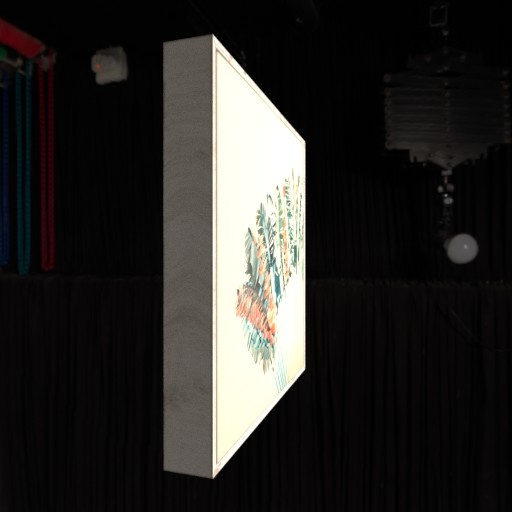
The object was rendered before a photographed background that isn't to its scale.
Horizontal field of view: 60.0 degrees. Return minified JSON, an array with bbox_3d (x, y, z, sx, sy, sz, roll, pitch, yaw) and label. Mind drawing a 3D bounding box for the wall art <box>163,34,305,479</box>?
[{"bbox_3d":[0.000,0.000,0.453,0.038,0.303,0.305,0,0,18],"label":"wall art"}]
